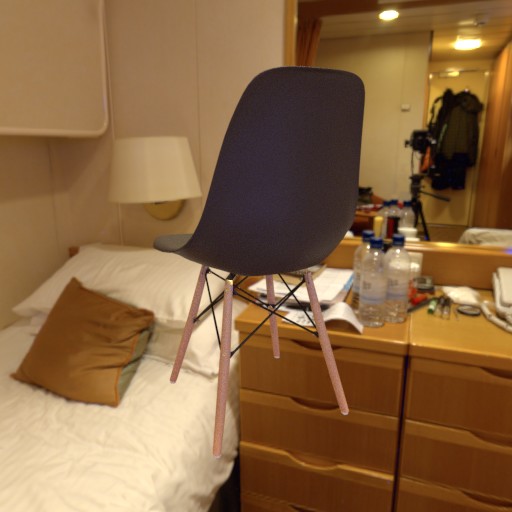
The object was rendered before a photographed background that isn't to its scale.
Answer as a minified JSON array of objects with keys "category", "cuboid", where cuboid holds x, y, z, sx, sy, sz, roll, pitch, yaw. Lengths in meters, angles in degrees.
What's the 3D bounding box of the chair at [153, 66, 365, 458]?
[{"category":"chair","cuboid":[0.000,0.000,1.135,0.470,0.825,0.533,-7,16,-26]}]
